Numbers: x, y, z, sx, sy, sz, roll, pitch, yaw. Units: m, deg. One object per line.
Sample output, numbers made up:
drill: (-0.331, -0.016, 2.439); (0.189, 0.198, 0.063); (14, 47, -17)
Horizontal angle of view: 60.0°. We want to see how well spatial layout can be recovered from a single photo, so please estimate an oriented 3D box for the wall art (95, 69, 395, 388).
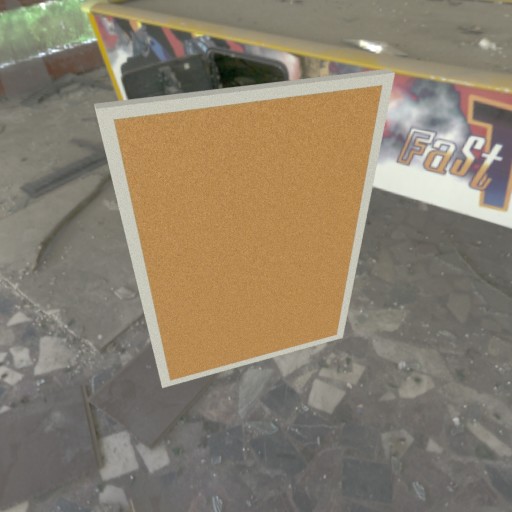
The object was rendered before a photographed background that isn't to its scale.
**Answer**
wall art: (0.000, 0.000, 0.572); (0.303, 0.433, 0.013); (-12, 42, -14)
